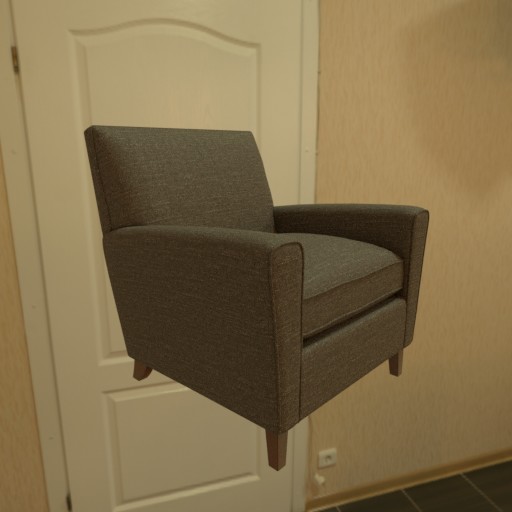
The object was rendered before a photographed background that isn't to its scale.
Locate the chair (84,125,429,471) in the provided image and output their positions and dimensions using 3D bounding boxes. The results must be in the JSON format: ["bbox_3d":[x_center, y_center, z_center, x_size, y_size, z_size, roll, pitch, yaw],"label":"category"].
[{"bbox_3d":[0.000,0.000,1.561,0.875,0.885,0.838,13,19,42],"label":"chair"}]
